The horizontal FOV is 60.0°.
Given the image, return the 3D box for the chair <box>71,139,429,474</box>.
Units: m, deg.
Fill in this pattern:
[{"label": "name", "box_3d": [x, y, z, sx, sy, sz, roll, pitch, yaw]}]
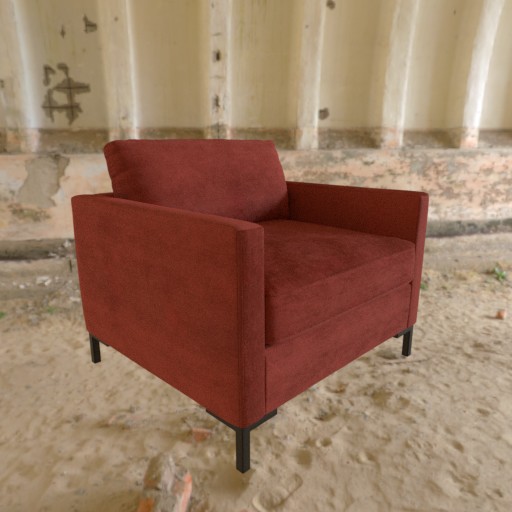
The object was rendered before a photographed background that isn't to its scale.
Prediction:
[{"label": "chair", "box_3d": [0.000, 0.000, 1.584, 0.875, 0.812, 0.964, 14, 20, 43]}]
